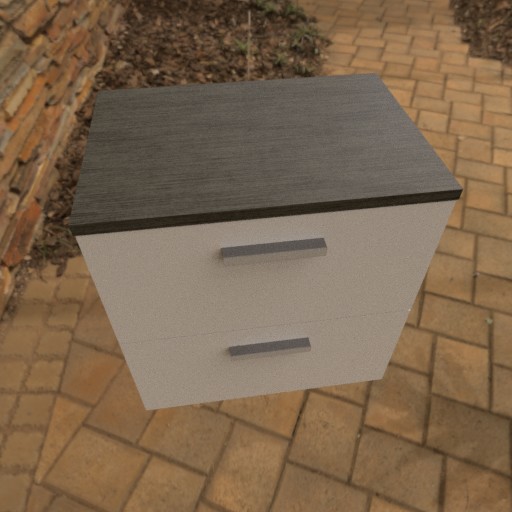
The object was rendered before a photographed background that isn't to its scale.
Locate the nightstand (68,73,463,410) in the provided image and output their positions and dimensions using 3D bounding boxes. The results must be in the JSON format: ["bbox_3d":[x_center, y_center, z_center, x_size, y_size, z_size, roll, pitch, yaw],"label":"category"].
[{"bbox_3d":[0.000,0.000,0.755,0.441,0.460,0.325,-6,47,-6],"label":"nightstand"}]
